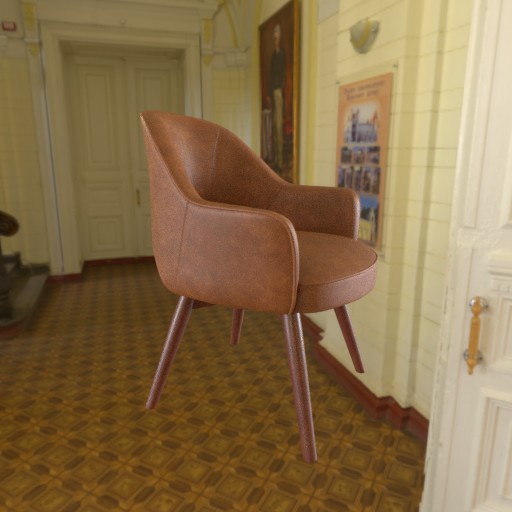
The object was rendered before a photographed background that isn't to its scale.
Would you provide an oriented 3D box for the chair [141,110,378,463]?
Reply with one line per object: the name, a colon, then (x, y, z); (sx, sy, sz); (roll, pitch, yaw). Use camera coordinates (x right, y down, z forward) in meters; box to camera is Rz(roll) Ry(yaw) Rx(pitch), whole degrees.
chair: (0.000, 0.000, 1.205); (0.640, 0.777, 0.591); (7, 15, 26)
